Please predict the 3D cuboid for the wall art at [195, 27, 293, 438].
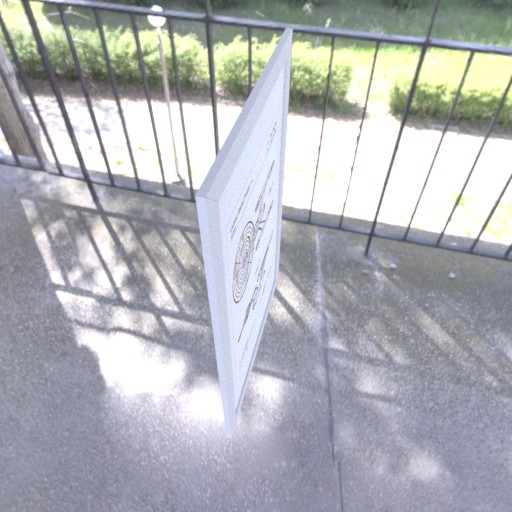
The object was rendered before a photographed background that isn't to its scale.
[{"bbox_3d":[0.000,0.000,0.841,0.011,0.659,0.454,11,48,10],"label":"wall art"}]
